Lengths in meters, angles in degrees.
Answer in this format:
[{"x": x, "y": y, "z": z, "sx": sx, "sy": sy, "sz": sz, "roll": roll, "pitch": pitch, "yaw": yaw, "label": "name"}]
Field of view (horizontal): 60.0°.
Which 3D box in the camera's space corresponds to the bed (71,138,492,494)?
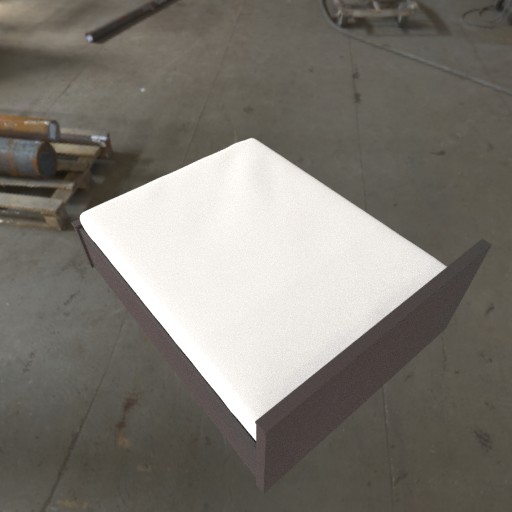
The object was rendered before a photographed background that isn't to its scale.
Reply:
[{"x": 0.000, "y": 0.000, "z": 2.931, "sx": 1.634, "sy": 0.808, "sz": 2.103, "roll": -31, "pitch": 54, "yaw": -26, "label": "bed"}]
